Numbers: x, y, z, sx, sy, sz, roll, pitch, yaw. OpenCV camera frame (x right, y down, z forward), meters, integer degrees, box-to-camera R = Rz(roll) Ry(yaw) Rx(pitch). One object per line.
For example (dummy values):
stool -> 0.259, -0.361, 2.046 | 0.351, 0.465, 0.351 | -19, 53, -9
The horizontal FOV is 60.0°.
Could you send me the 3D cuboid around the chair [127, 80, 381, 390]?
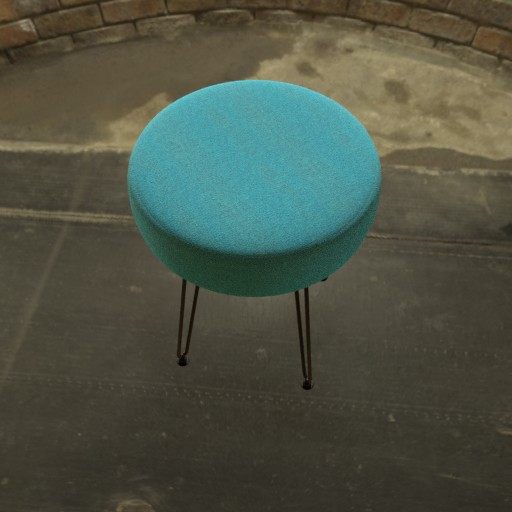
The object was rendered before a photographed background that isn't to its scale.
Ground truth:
chair -> 0.000, 0.000, 0.687 | 0.350, 0.440, 0.350 | -29, 62, -17
